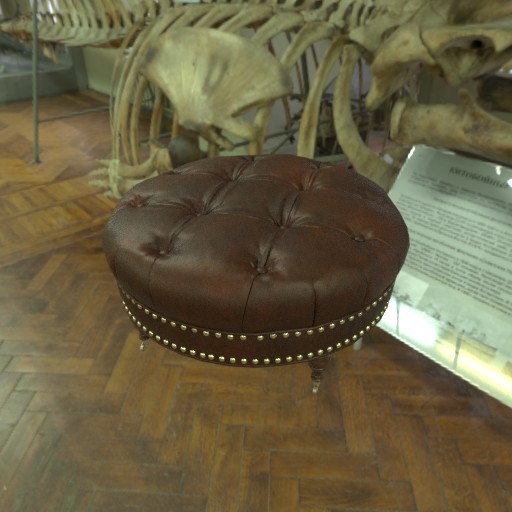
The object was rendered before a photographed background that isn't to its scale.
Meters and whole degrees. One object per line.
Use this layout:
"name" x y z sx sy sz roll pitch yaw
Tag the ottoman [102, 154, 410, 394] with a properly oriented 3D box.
"ottoman" 0.000 0.000 1.401 0.901 0.455 0.901 0 32 0
